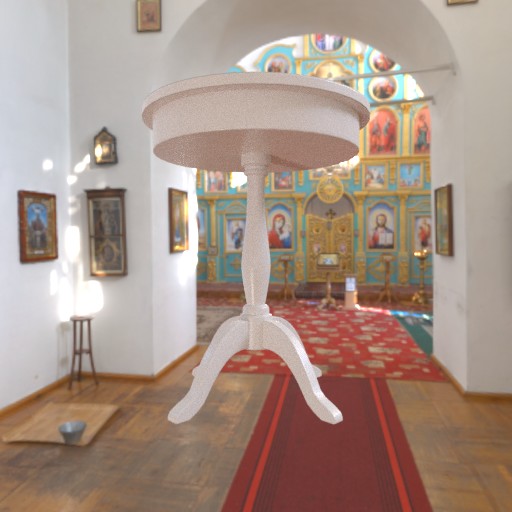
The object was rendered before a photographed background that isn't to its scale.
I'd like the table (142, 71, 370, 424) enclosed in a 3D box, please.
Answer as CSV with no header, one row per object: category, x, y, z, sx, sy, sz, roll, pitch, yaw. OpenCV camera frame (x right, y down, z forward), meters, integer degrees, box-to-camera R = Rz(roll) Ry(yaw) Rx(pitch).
table,0.000,0.000,1.033,0.513,0.653,0.513,0,1,0
